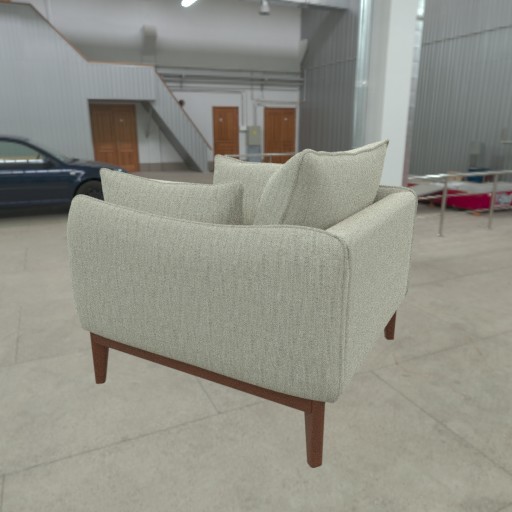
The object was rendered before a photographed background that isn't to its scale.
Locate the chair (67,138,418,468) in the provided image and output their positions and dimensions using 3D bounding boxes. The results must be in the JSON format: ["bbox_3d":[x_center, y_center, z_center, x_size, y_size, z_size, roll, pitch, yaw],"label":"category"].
[{"bbox_3d":[0.000,0.000,1.684,0.991,0.855,0.994,9,19,28],"label":"chair"}]
